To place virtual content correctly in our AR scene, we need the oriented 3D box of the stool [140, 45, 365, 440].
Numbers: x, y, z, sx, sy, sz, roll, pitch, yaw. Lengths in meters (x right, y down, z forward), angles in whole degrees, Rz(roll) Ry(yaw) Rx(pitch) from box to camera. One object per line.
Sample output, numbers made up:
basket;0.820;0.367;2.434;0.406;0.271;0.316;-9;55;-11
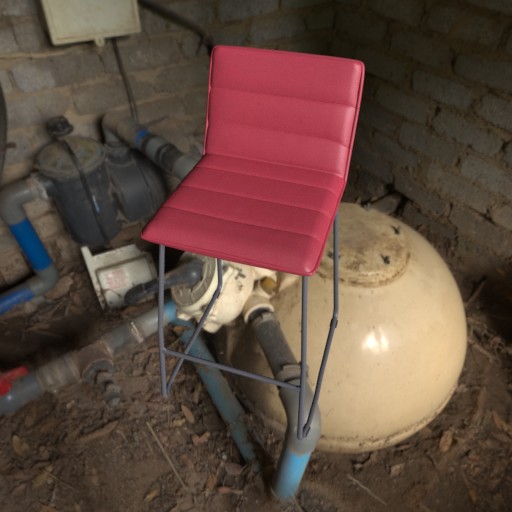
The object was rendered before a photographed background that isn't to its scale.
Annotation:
stool;0.000;0.000;1.224;0.489;0.937;0.524;12;44;13
